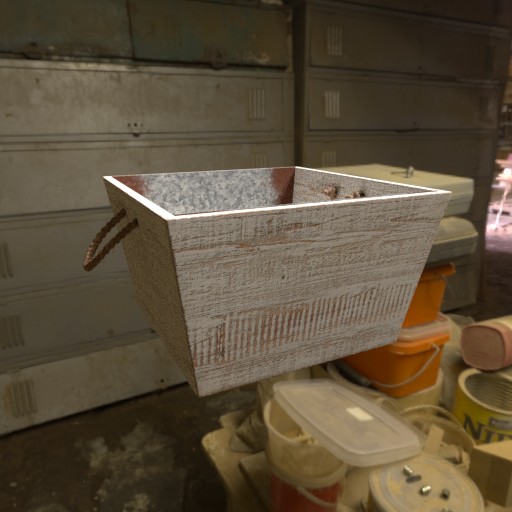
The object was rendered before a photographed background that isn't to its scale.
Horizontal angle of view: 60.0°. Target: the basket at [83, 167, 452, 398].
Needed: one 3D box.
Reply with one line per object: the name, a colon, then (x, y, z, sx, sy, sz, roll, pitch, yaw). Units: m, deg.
basket: (0.000, 0.000, 0.749, 0.545, 0.247, 0.413, -8, 19, -26)
